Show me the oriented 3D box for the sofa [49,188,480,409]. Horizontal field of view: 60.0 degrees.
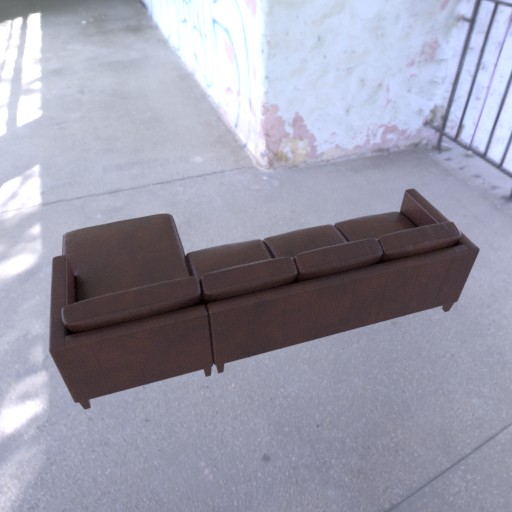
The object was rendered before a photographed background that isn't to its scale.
[{"bbox_3d":[0.000,0.000,3.858,3.203,0.883,1.581,-12,42,-13],"label":"sofa"}]
